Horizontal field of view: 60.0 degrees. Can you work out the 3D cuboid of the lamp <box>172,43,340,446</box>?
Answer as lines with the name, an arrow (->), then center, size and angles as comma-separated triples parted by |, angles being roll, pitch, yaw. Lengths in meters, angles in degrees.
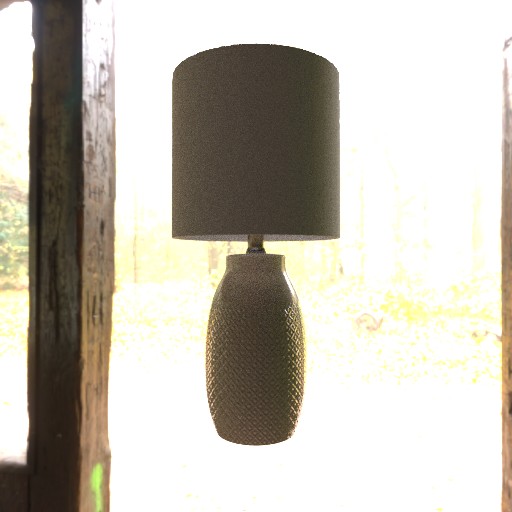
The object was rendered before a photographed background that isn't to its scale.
lamp -> 0.000, 0.000, 0.578 | 0.217, 0.453, 0.217 | 0, 0, -18
